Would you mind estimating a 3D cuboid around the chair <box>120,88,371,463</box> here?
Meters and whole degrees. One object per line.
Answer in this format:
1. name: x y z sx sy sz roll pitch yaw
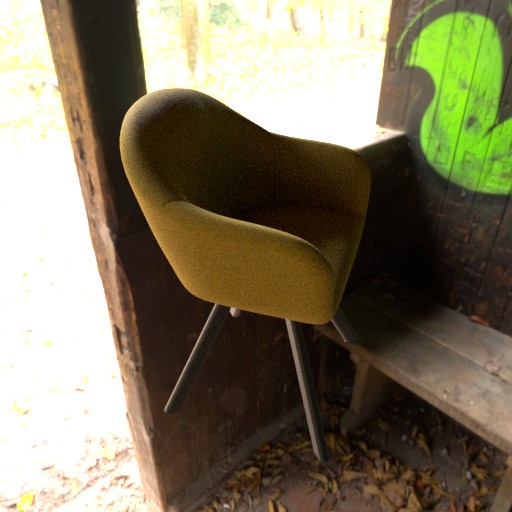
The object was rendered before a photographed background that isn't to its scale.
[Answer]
1. chair: 0.000 0.000 1.155 0.550 0.795 0.590 10 32 17
